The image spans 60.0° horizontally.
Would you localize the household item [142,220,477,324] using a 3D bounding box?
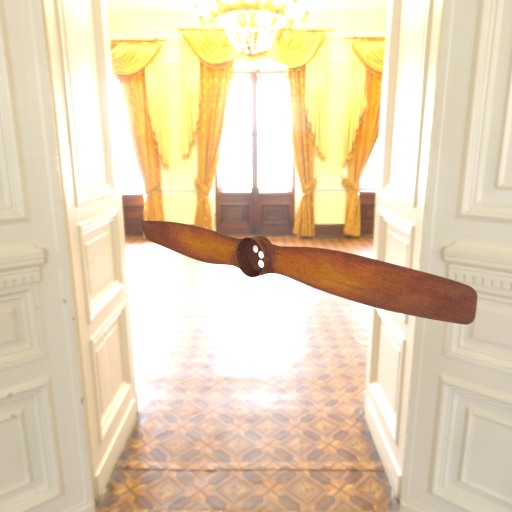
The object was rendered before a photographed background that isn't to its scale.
[{"bbox_3d":[0.000,0.000,1.245,1.181,0.121,0.051,13,19,43],"label":"household item"}]
